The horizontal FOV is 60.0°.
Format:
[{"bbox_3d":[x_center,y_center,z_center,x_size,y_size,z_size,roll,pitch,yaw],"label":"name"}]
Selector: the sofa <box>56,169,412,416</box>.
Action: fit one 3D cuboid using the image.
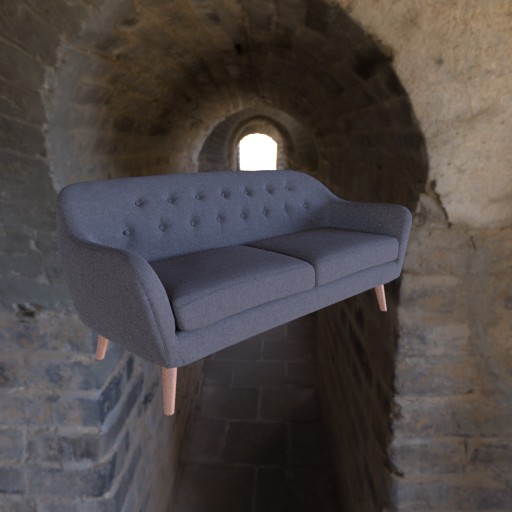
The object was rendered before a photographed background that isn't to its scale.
[{"bbox_3d":[0.000,0.000,2.284,1.840,0.820,0.820,-13,19,-42],"label":"sofa"}]
